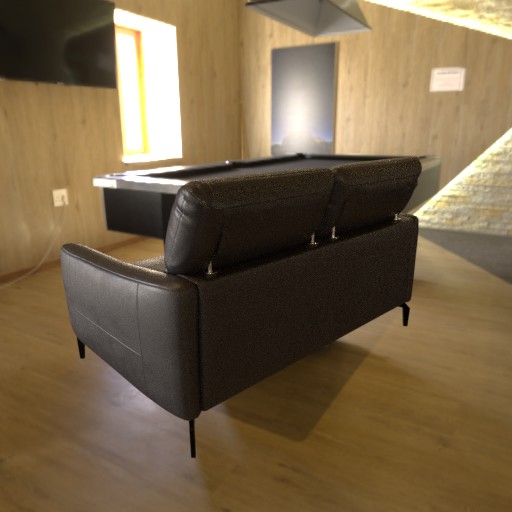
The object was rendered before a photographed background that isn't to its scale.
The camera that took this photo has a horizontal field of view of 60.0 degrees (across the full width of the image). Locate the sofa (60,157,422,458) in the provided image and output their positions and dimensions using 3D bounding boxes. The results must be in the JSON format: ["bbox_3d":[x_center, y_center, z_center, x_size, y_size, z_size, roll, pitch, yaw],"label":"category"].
[{"bbox_3d":[0.000,0.000,2.157,1.596,0.920,0.958,-16,23,-42],"label":"sofa"}]
